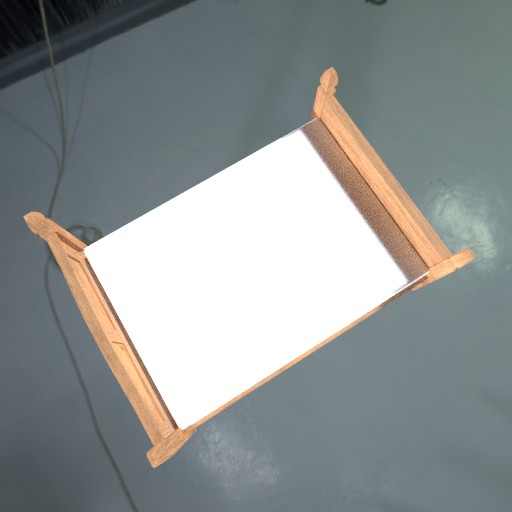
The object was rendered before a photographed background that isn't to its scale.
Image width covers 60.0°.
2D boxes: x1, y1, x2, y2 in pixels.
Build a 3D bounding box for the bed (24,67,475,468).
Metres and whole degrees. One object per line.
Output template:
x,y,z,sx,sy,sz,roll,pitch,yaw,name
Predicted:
0.000,0.000,2.866,2.069,1.100,1.490,-31,78,-7,bed
